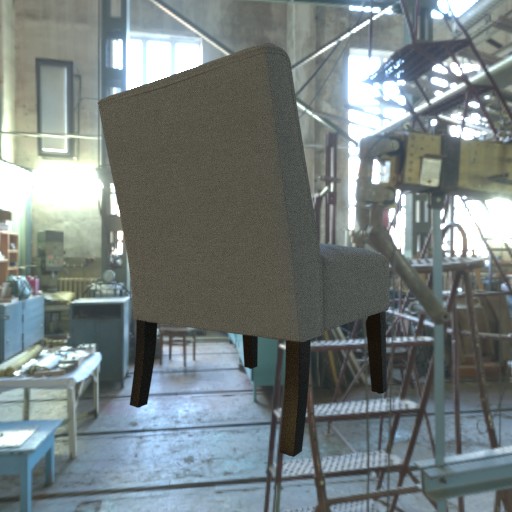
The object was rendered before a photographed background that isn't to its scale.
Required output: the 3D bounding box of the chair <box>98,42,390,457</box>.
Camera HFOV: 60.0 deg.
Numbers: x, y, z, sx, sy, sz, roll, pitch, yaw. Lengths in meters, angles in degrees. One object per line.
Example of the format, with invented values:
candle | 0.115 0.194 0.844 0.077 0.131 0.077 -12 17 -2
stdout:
chair | 0.000 0.000 1.275 0.569 0.853 0.676 0 0 36
